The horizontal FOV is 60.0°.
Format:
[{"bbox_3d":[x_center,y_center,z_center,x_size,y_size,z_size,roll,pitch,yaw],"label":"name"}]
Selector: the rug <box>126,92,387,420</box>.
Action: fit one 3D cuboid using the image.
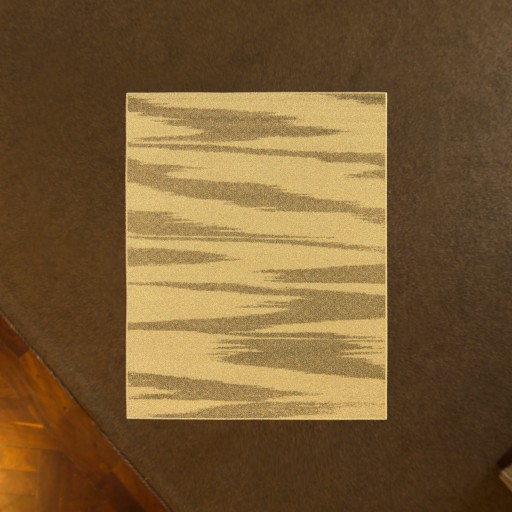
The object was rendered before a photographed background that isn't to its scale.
[{"bbox_3d":[0.000,0.000,3.991,2.353,0.014,2.945,0,90,1],"label":"rug"}]
